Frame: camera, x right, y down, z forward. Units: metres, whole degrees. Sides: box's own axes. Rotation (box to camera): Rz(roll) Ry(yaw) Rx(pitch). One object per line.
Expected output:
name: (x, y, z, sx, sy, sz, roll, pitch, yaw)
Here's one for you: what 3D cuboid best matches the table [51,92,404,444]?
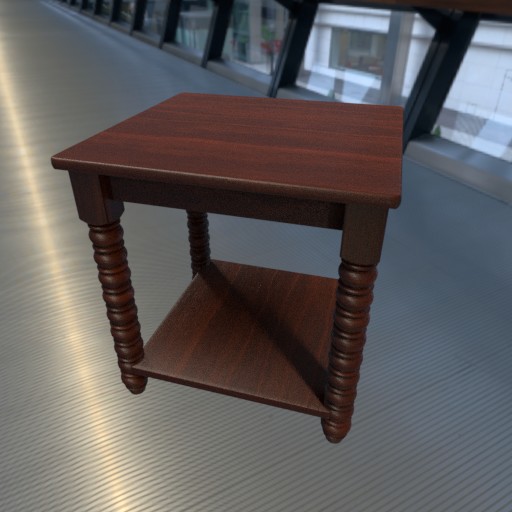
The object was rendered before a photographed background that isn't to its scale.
table: (0.000, 0.000, 0.980, 0.533, 0.567, 0.500, 9, 33, 14)
